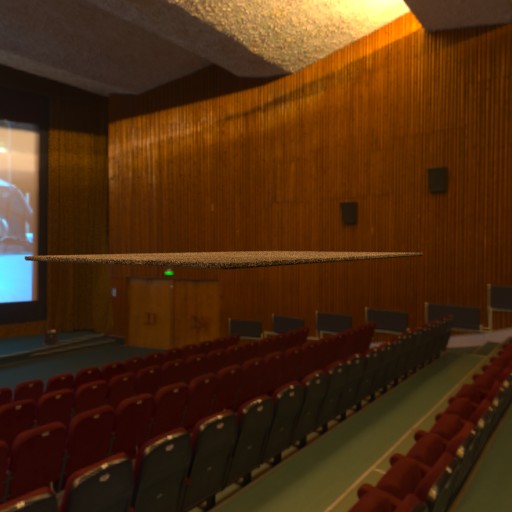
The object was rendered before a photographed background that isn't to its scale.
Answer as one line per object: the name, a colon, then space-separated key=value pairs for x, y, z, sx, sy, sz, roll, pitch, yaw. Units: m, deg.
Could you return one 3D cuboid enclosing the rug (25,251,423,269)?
rug: x=0.000 y=0.000 z=2.967 sx=1.501 sy=0.025 sz=2.352 roll=1 pitch=2 yaw=37
